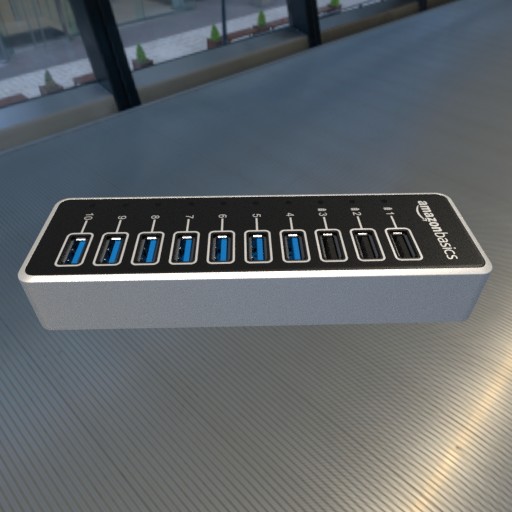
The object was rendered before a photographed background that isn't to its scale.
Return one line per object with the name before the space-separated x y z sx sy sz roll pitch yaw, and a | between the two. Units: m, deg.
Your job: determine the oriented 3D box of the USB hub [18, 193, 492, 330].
USB hub | 0.000 0.000 0.156 0.145 0.023 0.044 -1 42 -1
